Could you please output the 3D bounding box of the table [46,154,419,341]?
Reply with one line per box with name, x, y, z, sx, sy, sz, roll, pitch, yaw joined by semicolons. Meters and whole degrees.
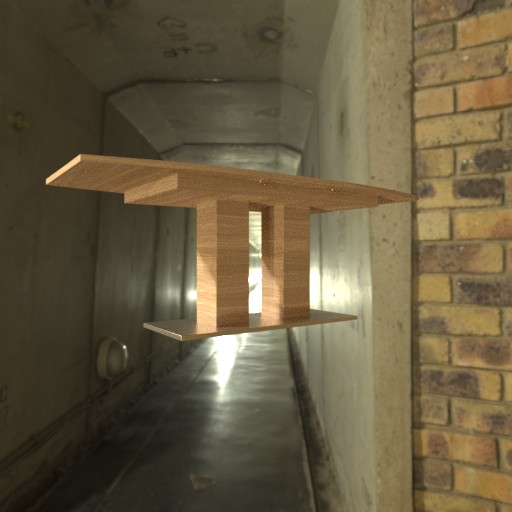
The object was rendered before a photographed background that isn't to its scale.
table;0.000;0.000;2.473;2.032;0.750;0.900;0;0;-35
